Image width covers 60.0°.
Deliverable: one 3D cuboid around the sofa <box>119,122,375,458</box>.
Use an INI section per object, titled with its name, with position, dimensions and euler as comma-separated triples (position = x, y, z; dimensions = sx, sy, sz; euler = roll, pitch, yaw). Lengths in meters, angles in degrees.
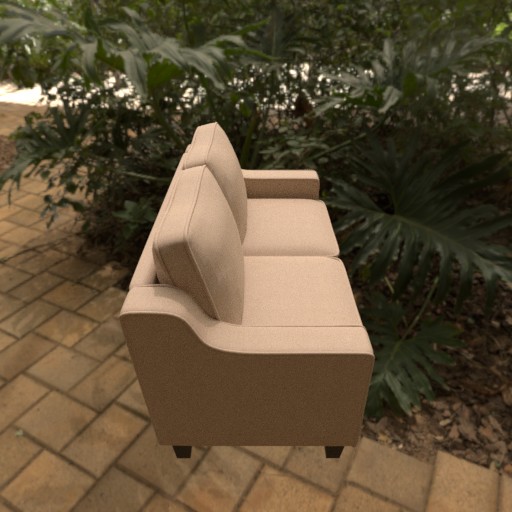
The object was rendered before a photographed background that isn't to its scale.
[sofa]
position = 0.000, 0.000, 3.484
dimensions = 1.351, 1.562, 2.587
euler = 0, 32, 0
